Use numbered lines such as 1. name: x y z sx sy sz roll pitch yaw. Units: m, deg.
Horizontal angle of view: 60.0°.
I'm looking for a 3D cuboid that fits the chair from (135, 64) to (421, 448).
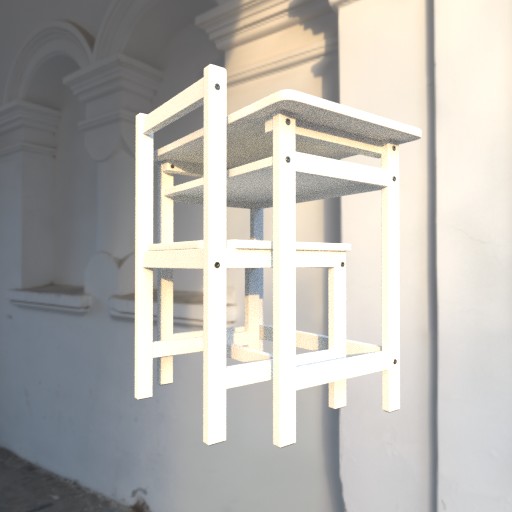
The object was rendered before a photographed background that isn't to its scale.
1. chair: 0.000 0.000 1.053 0.461 0.673 0.599 1 -1 -37
